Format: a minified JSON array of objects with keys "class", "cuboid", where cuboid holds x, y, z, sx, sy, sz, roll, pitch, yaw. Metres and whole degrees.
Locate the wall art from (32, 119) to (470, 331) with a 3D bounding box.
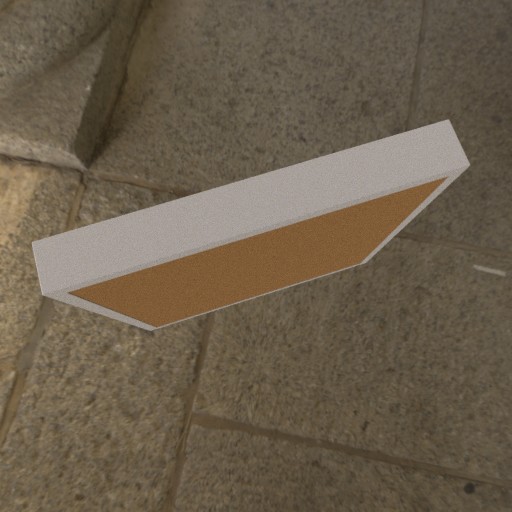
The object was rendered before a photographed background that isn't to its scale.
[{"class":"wall art","cuboid":[0.000,0.000,0.452,0.305,0.305,0.038,-17,77,-4]}]
